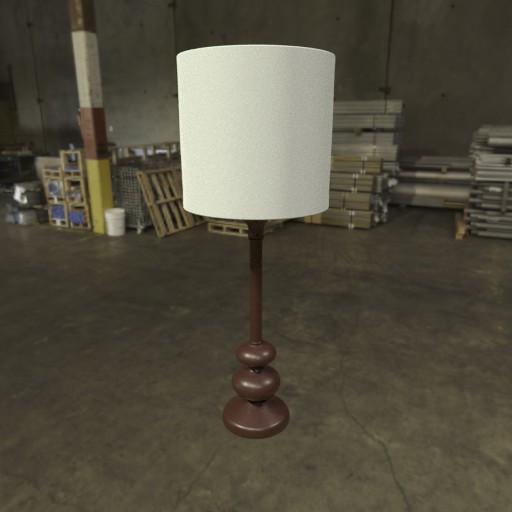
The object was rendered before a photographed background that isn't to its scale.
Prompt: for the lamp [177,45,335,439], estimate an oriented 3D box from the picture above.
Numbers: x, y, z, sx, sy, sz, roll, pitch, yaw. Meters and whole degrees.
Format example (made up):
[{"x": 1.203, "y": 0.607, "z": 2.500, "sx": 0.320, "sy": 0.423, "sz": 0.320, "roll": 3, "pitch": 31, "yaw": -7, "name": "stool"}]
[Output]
[{"x": 0.000, "y": 0.000, "z": 0.811, "sx": 0.254, "sy": 0.690, "sz": 0.254, "roll": 8, "pitch": 18, "yaw": 25, "name": "lamp"}]
